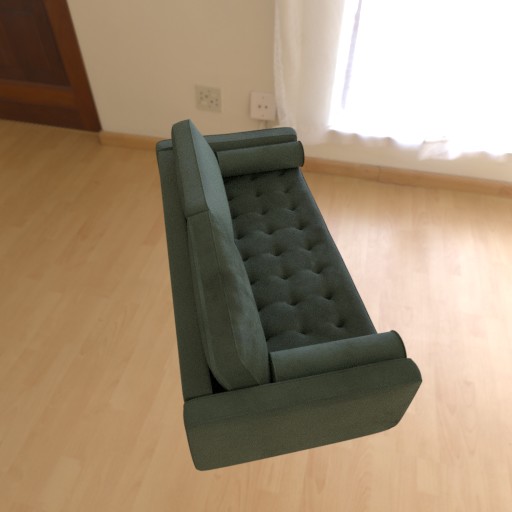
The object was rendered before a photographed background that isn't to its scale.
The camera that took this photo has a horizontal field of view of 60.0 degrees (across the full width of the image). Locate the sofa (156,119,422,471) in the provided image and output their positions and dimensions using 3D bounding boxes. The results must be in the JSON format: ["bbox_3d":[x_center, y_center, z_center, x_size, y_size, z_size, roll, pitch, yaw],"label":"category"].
[{"bbox_3d":[0.000,0.000,2.343,0.916,0.772,1.880,-9,47,-8],"label":"sofa"}]
